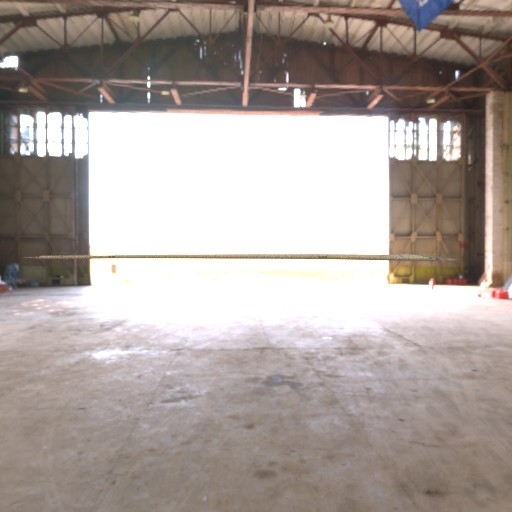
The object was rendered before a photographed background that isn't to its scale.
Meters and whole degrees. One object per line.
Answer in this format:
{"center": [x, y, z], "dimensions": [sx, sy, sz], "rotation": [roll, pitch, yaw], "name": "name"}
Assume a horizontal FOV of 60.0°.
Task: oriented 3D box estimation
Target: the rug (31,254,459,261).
{"center": [0.000, 0.000, 3.916], "dimensions": [3.027, 0.028, 2.125], "rotation": [0, 1, 17], "name": "rug"}
